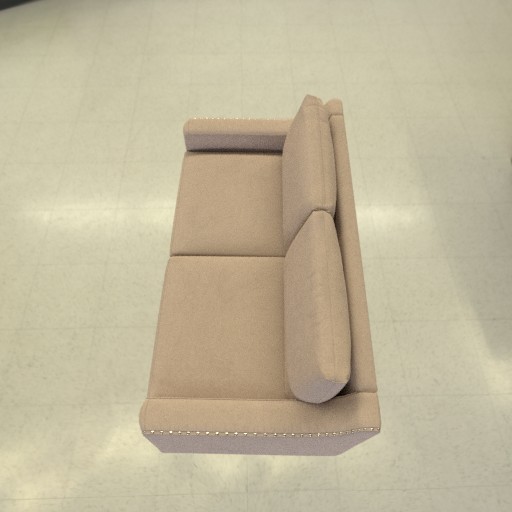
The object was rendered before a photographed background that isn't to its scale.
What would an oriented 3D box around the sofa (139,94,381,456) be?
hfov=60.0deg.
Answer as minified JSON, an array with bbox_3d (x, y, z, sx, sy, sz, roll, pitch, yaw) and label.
[{"bbox_3d":[0.000,0.000,2.503,1.030,0.901,1.967,1,58,1],"label":"sofa"}]
